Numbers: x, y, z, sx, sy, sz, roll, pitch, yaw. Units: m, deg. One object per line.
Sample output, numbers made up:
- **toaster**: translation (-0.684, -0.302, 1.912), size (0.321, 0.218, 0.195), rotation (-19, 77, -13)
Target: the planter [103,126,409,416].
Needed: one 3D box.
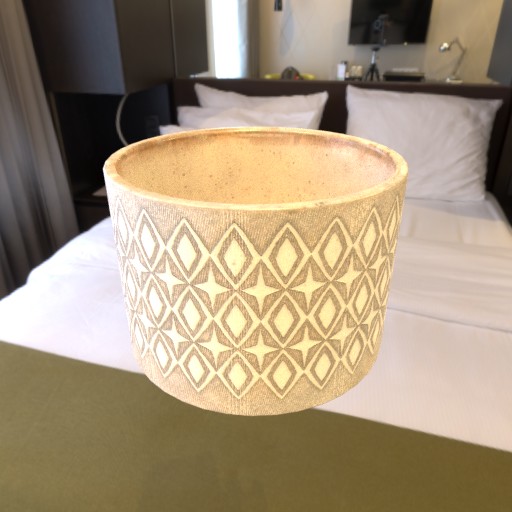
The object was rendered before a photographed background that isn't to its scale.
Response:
- **planter**: translation (0.000, 0.000, 0.315), size (0.186, 0.144, 0.186), rotation (0, 27, 0)
